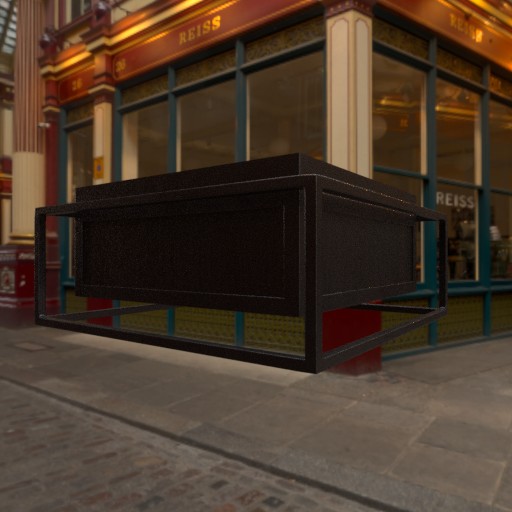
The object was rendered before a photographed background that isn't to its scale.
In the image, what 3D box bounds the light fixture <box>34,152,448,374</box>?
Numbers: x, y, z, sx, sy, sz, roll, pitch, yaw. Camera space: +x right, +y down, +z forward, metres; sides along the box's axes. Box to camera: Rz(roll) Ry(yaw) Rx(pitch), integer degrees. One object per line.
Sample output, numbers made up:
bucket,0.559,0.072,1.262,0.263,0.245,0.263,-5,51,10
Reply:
light fixture,0.000,0.000,0.664,0.441,0.191,0.441,0,0,36
